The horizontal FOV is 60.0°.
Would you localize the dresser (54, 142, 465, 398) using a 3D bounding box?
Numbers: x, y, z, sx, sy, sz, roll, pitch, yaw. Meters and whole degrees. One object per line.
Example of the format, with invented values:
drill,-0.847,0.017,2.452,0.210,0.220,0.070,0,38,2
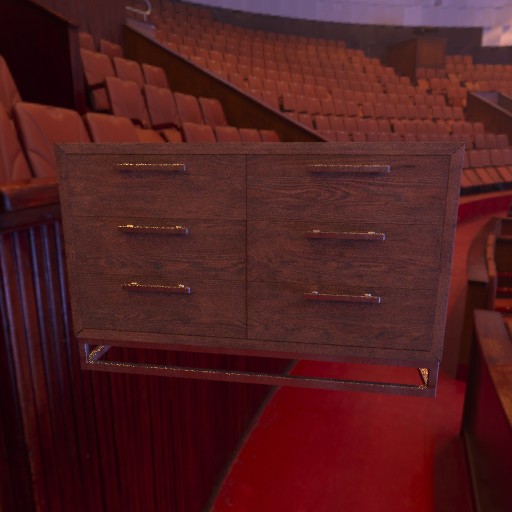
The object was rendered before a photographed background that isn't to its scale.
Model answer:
dresser,0.000,0.000,2.150,1.646,1.061,0.623,2,14,9
